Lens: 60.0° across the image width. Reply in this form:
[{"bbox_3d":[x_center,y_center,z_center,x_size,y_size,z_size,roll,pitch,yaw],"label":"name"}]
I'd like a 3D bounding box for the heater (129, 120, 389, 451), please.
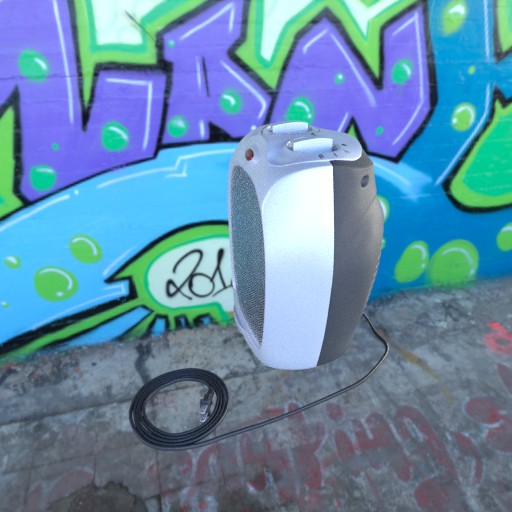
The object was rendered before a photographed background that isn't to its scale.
[{"bbox_3d":[0.000,0.000,0.456,0.291,0.240,0.239,-8,31,-13],"label":"heater"}]
